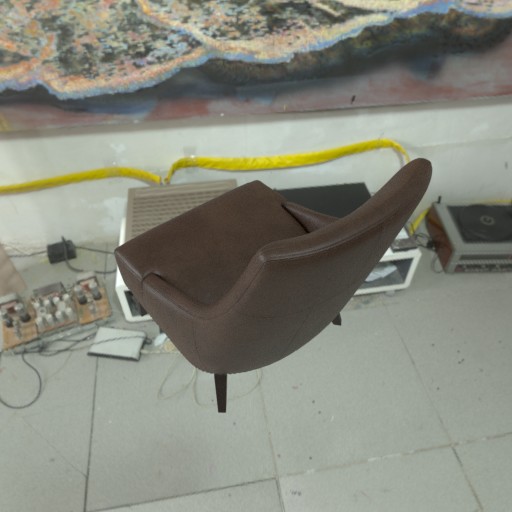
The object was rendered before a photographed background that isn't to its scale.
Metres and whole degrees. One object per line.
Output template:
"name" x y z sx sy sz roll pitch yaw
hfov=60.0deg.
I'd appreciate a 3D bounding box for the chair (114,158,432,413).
"chair" 0.000 0.000 1.487 0.701 0.909 0.861 -30 53 -26
